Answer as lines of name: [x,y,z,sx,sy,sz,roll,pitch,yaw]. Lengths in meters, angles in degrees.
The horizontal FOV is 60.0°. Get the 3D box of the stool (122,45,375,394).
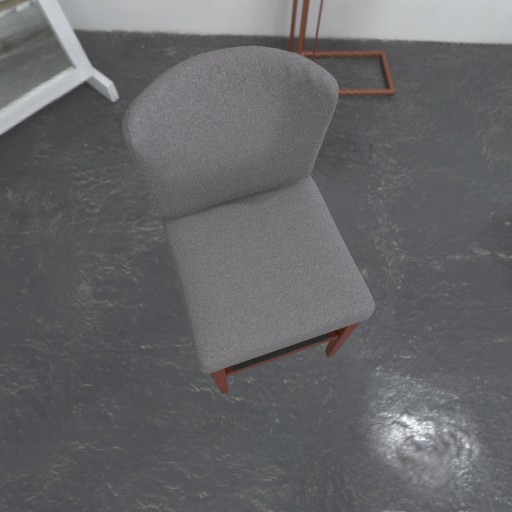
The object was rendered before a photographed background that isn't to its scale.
stool: [0.000,0.000,1.276,0.481,0.968,0.568,-17,65,-8]
